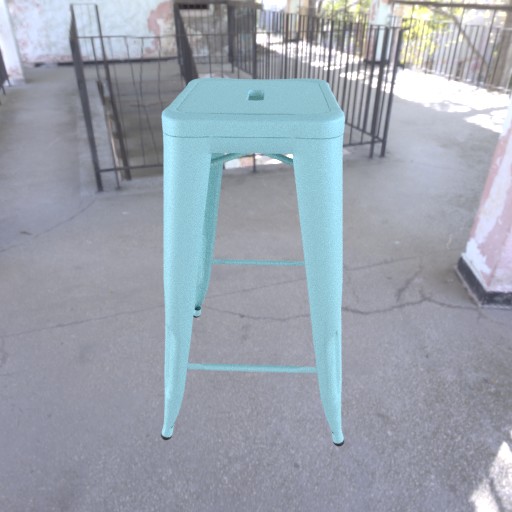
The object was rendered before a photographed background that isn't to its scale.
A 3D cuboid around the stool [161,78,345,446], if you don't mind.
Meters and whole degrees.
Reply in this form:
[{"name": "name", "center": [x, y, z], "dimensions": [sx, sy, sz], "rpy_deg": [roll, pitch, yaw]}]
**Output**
[{"name": "stool", "center": [0.000, 0.000, 0.866], "dimensions": [0.359, 0.609, 0.399], "rpy_deg": [1, 31, 2]}]
